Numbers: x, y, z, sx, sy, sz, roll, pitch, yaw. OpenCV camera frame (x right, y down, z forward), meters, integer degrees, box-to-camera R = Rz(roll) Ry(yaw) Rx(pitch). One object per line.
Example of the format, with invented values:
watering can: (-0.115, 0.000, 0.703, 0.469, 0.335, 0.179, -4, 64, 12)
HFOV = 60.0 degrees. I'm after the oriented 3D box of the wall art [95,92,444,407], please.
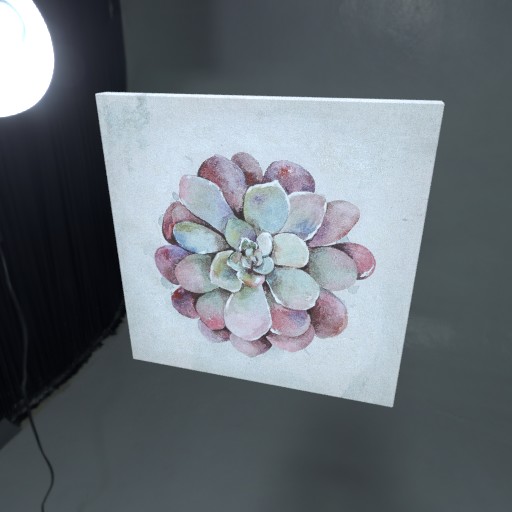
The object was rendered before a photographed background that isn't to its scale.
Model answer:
wall art: (0.000, 0.000, 0.891, 0.605, 0.605, 0.044, 7, 26, 14)
